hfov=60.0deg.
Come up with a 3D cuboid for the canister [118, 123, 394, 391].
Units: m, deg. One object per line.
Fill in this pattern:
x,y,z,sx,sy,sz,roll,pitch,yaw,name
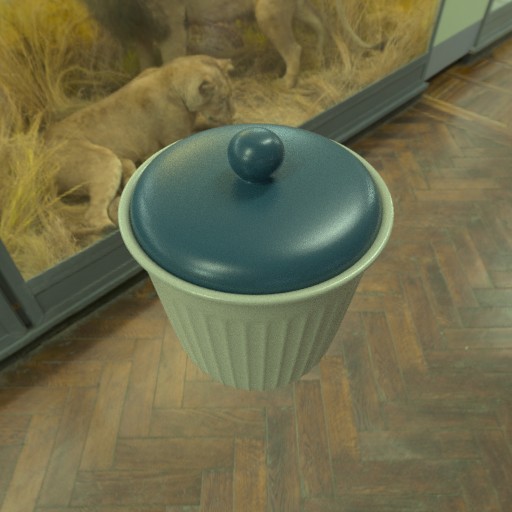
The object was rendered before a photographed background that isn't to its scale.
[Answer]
0.000,0.000,0.339,0.181,0.211,0.181,0,46,0,canister
